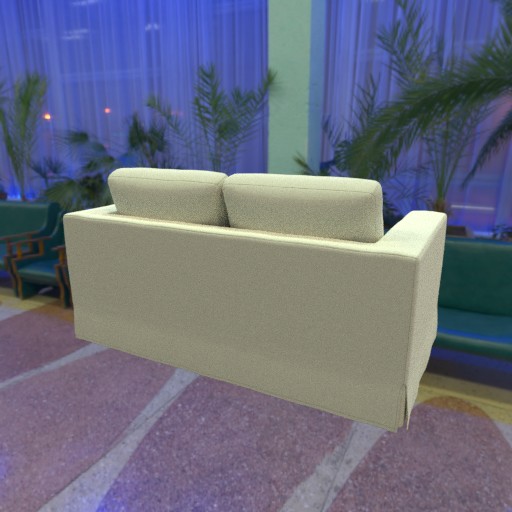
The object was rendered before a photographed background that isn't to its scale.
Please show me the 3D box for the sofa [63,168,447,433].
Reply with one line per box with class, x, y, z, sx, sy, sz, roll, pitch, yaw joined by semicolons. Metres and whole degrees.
sofa;0.000;0.000;2.391;1.813;0.932;1.009;8;17;27
